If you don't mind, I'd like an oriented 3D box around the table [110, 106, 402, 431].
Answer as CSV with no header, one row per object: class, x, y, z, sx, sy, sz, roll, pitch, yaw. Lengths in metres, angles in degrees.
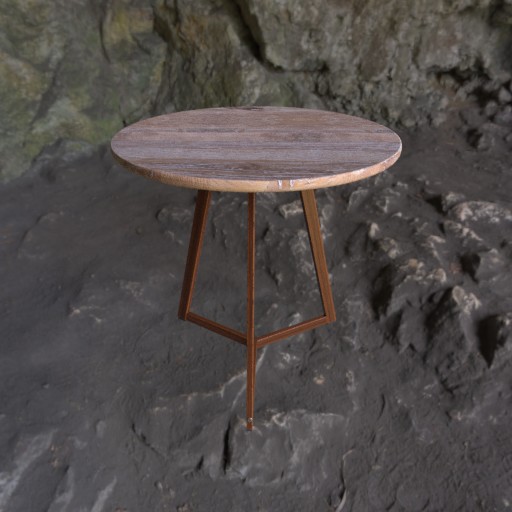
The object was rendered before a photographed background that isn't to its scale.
table,0.000,0.000,0.910,0.500,0.500,0.500,0,29,0
